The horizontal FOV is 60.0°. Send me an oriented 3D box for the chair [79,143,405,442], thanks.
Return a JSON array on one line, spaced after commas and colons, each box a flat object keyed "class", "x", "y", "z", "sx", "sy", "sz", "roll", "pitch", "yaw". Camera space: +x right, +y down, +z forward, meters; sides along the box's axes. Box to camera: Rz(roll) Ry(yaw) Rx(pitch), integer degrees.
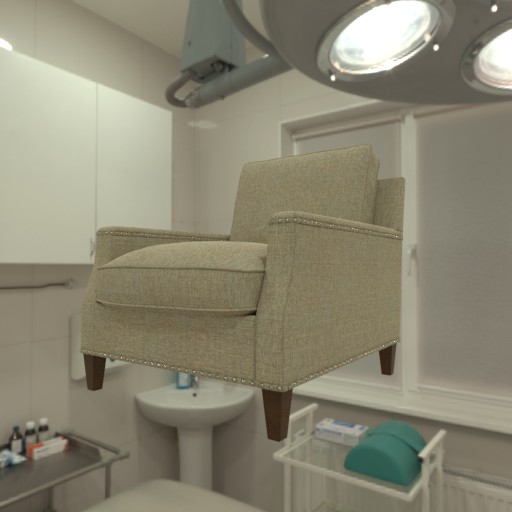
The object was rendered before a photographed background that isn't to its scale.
[{"class": "chair", "x": 0.000, "y": 0.000, "z": 1.704, "sx": 0.853, "sy": 0.943, "sz": 1.014, "roll": -1, "pitch": -2, "yaw": 36}]
